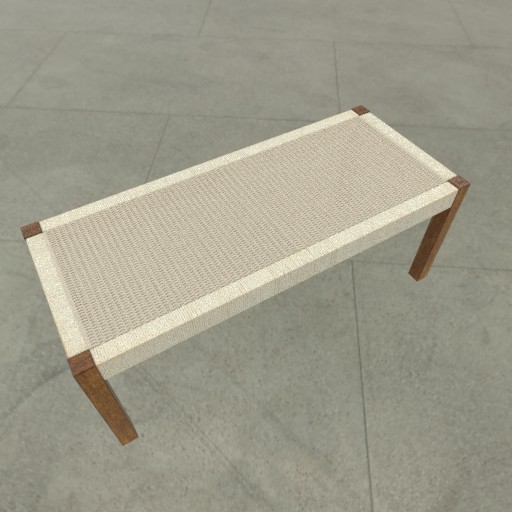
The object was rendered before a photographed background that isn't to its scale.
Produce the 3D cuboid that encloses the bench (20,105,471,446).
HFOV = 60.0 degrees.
[{"bbox_3d":[0.000,0.000,1.443,1.198,0.457,0.507,-25,54,-19],"label":"bench"}]
